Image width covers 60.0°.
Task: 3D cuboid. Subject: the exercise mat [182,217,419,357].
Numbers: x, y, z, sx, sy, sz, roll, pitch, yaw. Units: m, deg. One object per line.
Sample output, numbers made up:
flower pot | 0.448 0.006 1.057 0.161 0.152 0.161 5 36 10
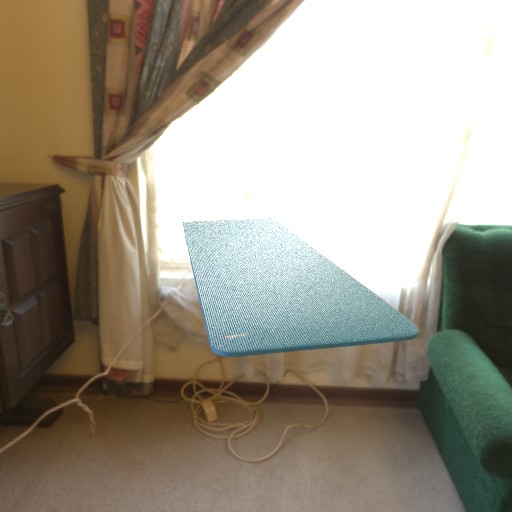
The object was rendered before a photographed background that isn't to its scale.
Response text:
exercise mat | 0.000 0.000 2.097 0.616 0.021 1.869 -3 16 -11
